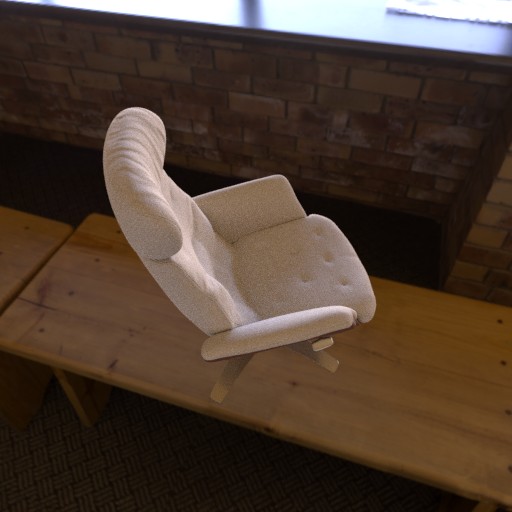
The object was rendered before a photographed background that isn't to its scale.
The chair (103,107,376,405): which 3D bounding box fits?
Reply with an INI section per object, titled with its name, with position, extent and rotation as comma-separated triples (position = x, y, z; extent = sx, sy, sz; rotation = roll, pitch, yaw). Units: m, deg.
[chair]
position = 0.000, 0.000, 1.557
extent = 0.837, 0.995, 0.785
rotation = -10, 47, -9
